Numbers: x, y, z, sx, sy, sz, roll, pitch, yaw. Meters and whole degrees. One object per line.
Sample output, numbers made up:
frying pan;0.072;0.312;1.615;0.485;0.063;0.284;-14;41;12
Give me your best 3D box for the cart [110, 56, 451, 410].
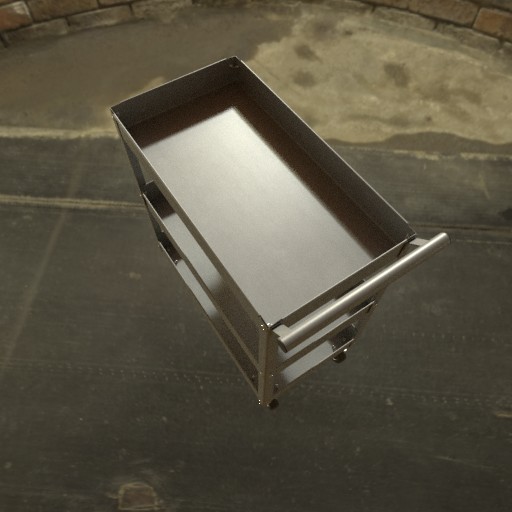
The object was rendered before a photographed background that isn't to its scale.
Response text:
cart;0.000;0.000;1.224;0.366;0.780;0.719;-30;64;-16
